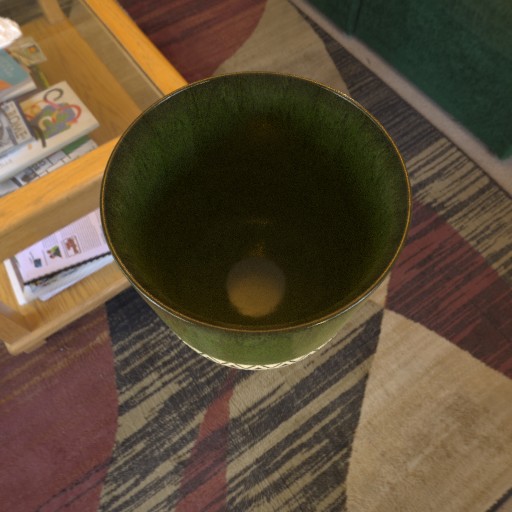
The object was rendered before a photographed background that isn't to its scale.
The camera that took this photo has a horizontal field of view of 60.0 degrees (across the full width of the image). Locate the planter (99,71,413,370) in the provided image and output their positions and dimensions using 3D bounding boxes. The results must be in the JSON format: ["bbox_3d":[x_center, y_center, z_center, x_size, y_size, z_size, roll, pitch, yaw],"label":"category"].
[{"bbox_3d":[0.000,0.000,0.471,0.245,0.270,0.245,0,65,0],"label":"planter"}]
